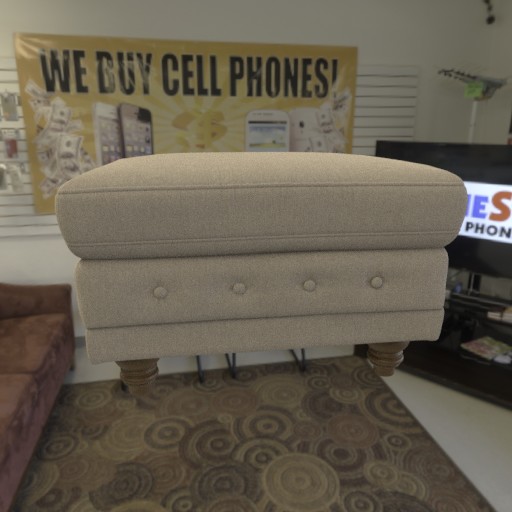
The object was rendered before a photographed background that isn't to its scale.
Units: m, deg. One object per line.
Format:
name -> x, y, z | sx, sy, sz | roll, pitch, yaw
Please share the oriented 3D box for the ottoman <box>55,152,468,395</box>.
ottoman -> 0.000, 0.000, 1.112 | 0.771, 0.500, 0.569 | -2, 16, -7
